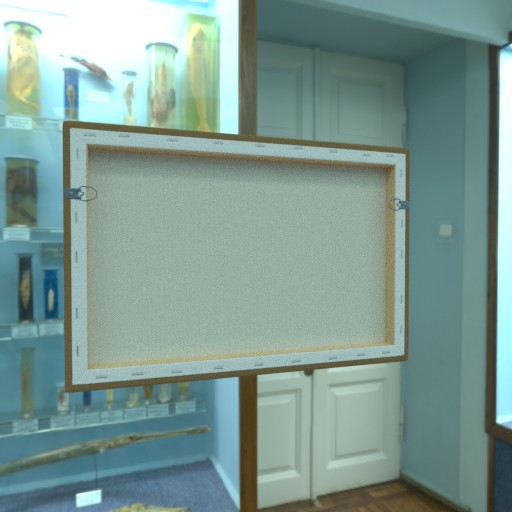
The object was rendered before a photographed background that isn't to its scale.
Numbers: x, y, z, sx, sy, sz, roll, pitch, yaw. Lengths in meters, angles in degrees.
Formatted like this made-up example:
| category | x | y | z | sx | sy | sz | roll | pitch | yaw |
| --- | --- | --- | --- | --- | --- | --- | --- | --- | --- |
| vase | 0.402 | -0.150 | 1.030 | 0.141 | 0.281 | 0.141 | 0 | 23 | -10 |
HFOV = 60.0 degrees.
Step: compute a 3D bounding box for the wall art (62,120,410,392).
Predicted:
| category | x | y | z | sx | sy | sz | roll | pitch | yaw |
| --- | --- | --- | --- | --- | --- | --- | --- | --- | --- |
| wall art | 0.000 | 0.000 | 0.477 | 0.380 | 0.254 | 0.019 | 0 | 1 | -18 |
